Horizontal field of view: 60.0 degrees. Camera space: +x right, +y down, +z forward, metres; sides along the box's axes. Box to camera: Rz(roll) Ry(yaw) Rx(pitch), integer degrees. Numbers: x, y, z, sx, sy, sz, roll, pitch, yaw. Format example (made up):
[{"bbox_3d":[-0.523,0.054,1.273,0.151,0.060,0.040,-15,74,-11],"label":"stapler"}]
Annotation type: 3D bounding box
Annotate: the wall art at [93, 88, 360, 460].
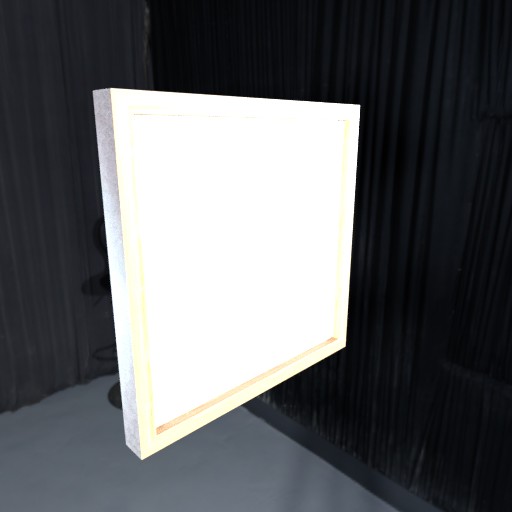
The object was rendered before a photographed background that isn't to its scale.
[{"bbox_3d":[0.000,0.000,0.455,0.303,0.303,0.028,-15,21,-42],"label":"wall art"}]
